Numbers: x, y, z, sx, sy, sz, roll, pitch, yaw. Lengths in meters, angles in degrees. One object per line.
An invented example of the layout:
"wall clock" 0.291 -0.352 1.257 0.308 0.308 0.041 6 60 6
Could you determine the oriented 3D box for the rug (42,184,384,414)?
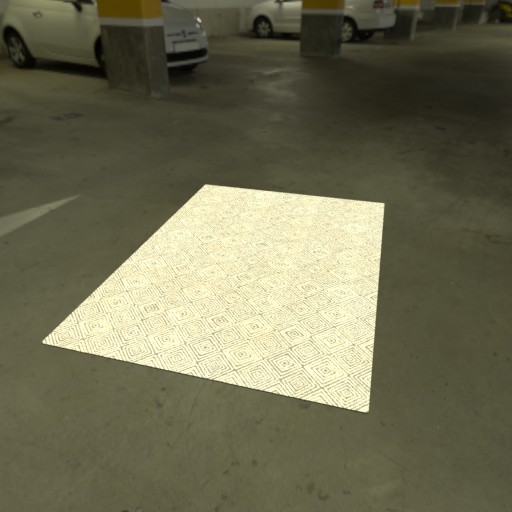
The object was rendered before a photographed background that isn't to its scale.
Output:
"rug" 0.000 0.000 2.949 1.593 0.008 2.238 8 31 14
